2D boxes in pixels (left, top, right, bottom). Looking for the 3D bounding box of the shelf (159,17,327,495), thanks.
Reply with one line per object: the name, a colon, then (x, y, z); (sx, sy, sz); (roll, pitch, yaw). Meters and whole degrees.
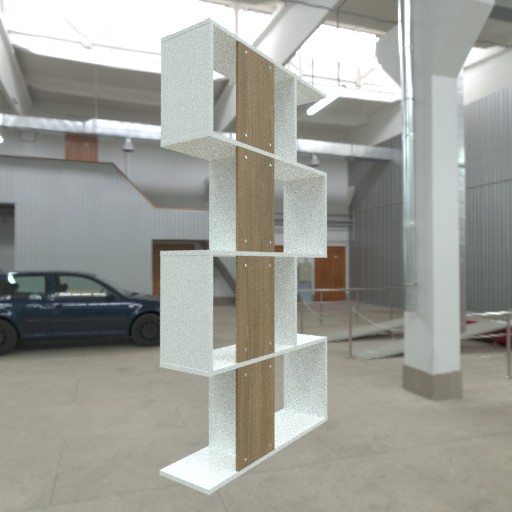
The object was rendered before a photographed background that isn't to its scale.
shelf: (0.000, 0.000, 1.962); (0.250, 1.650, 0.890); (-1, -1, 36)
